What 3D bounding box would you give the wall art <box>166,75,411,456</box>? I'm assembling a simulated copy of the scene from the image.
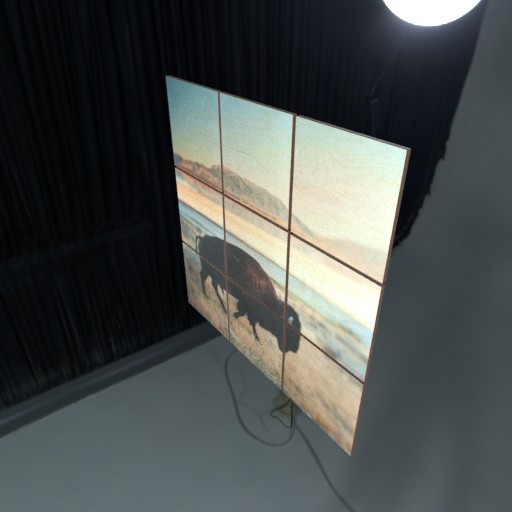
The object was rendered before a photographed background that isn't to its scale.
[{"bbox_3d":[0.000,0.000,1.344,0.018,0.904,0.906,-22,38,-31],"label":"wall art"}]
